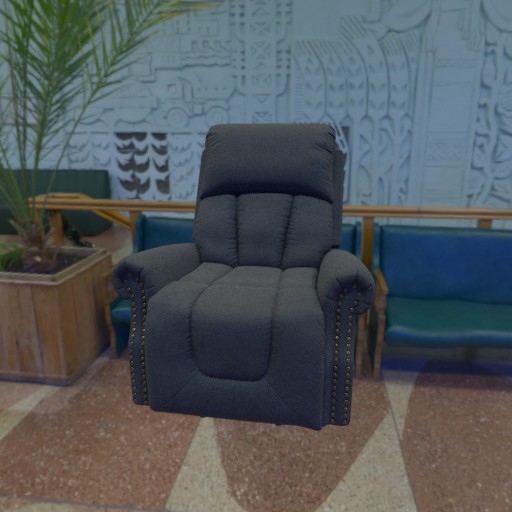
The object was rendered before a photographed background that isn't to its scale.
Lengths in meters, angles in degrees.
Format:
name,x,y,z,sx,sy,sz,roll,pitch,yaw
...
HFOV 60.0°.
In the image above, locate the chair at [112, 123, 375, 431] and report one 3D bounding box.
name,x,y,z,sx,sy,sz,roll,pitch,yaw
chair,0.000,0.000,1.779,0.871,1.031,0.979,3,16,9
